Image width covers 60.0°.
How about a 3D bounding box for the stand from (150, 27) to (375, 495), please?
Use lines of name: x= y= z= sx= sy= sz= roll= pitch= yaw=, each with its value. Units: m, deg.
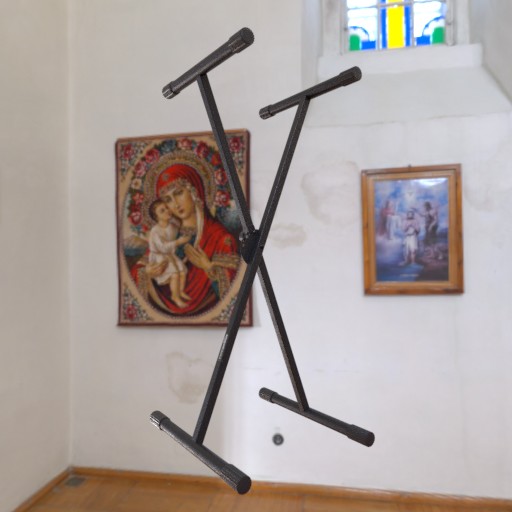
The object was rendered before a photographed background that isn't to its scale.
stand: x=0.000 y=0.000 z=1.164 sx=0.409 sy=0.940 sz=0.449 roll=0 pitch=0 yaw=-35
